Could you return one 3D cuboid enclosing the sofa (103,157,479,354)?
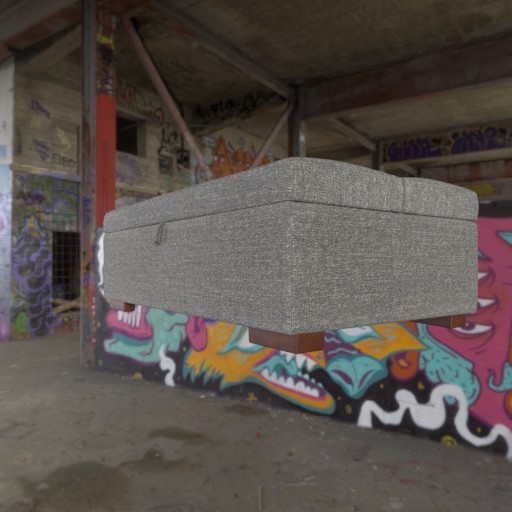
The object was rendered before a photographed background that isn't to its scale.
[{"bbox_3d":[0.000,0.000,1.573,0.782,0.417,1.198,1,-1,-36],"label":"sofa"}]
